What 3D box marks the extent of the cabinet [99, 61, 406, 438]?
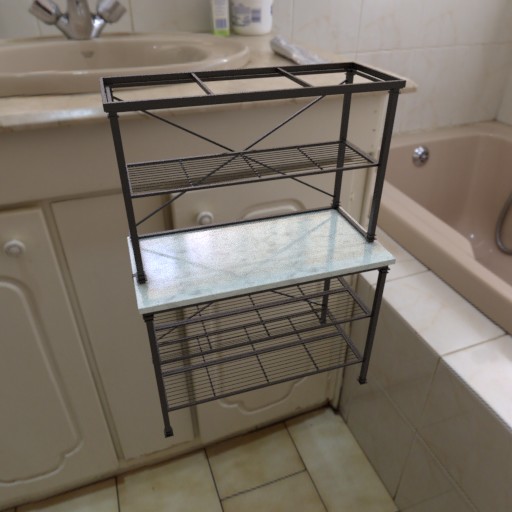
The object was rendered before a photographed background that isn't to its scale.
[{"bbox_3d":[0.000,0.000,2.227,1.210,1.659,0.610,-10,35,-15],"label":"cabinet"}]
